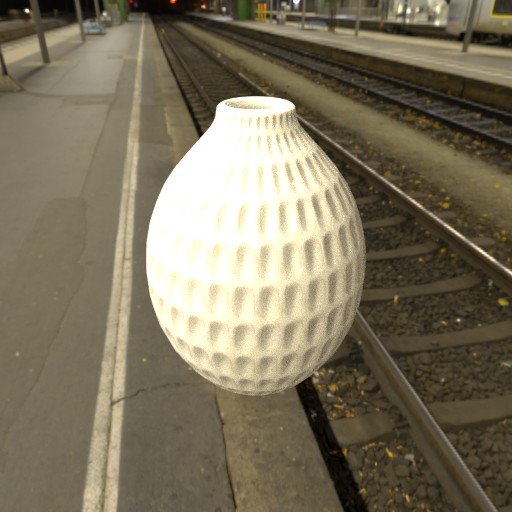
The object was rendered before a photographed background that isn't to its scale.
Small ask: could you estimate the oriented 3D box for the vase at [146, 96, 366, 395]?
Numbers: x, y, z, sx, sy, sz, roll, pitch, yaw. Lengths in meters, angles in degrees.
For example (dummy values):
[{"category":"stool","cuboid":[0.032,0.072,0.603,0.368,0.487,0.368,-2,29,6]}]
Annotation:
[{"category":"vase","cuboid":[0.000,0.000,0.335,0.162,0.223,0.162,0,30,0]}]
